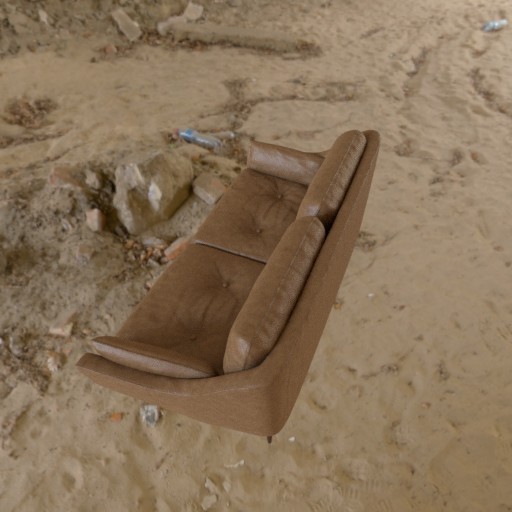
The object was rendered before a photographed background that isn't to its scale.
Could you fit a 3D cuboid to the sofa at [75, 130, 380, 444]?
[{"bbox_3d":[0.000,0.000,2.398,0.904,0.839,1.902,16,47,16],"label":"sofa"}]
